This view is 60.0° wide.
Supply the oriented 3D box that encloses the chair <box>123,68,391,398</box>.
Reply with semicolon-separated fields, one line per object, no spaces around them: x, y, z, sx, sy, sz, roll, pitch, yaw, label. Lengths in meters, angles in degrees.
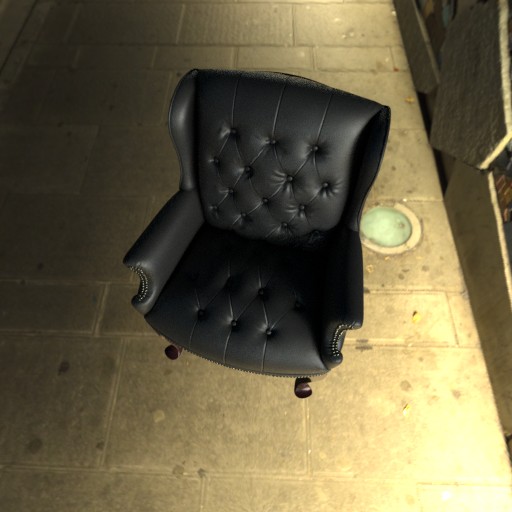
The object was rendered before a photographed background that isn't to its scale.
0.000;0.000;1.677;0.838;1.111;0.762;14;60;8;chair
